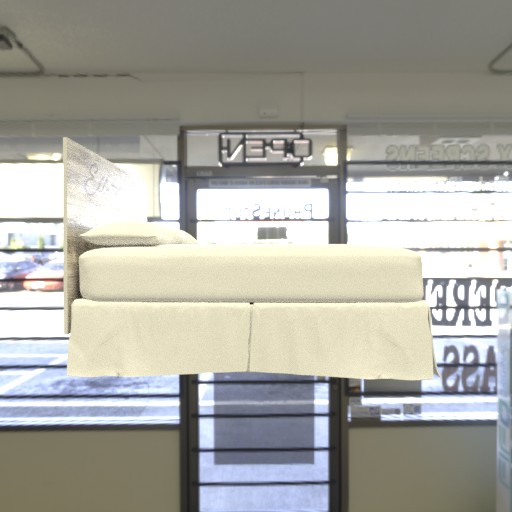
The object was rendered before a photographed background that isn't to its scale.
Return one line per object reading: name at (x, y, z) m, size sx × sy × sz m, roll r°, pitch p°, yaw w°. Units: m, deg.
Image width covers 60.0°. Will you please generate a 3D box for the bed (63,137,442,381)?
bed at (0.000, 0.000, 3.277) m, size 2.094 × 1.335 × 1.745 m, roll 0°, pitch 1°, yaw 2°
